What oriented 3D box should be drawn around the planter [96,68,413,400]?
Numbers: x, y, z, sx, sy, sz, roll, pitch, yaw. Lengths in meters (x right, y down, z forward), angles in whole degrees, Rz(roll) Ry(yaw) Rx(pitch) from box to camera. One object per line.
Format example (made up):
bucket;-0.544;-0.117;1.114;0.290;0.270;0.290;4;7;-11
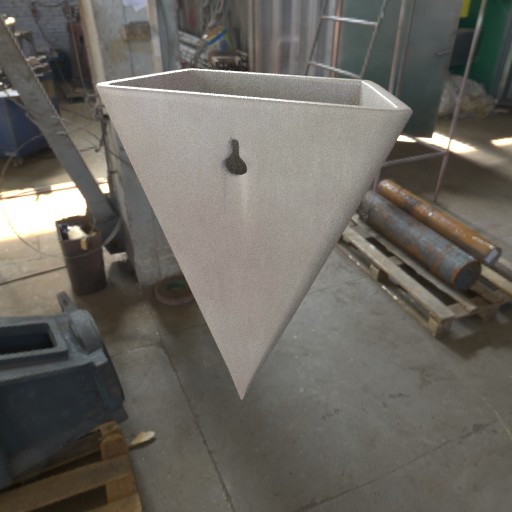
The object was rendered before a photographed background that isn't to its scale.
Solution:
planter;0.000;0.000;0.268;0.150;0.197;0.060;11;34;17
